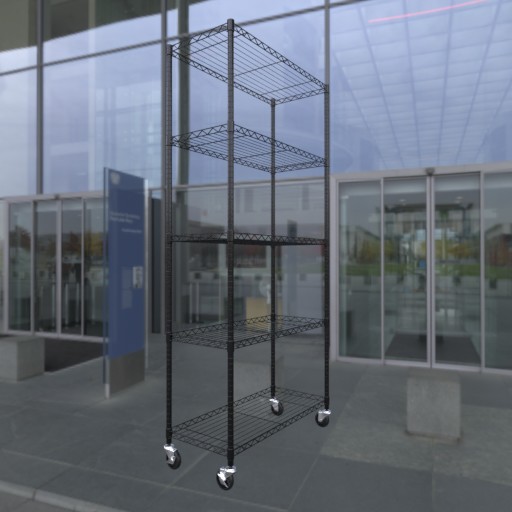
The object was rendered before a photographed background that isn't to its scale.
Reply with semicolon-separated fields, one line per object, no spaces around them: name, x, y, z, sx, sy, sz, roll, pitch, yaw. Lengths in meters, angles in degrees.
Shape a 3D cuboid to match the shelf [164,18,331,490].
shelf;0.000;0.000;1.928;0.356;1.645;0.762;0;0;36
